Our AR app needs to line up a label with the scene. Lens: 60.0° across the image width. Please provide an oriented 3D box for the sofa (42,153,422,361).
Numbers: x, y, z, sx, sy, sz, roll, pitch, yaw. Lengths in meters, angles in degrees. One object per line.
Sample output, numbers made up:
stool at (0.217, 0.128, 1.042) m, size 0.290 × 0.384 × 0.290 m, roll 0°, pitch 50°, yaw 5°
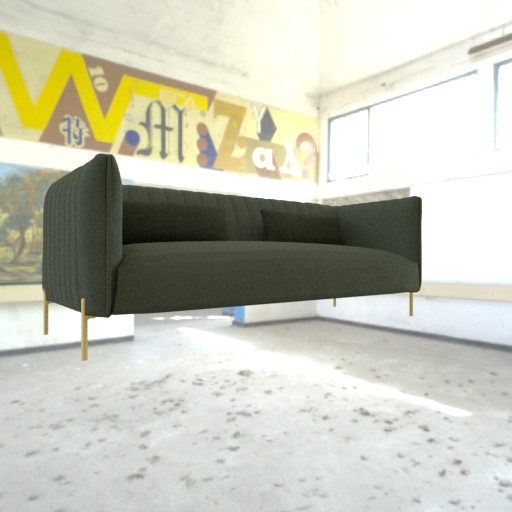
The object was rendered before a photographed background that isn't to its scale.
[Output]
sofa at (0.000, 0.000, 2.563) m, size 2.137 × 0.793 × 0.896 m, roll 0°, pitch 0°, yaw -36°
